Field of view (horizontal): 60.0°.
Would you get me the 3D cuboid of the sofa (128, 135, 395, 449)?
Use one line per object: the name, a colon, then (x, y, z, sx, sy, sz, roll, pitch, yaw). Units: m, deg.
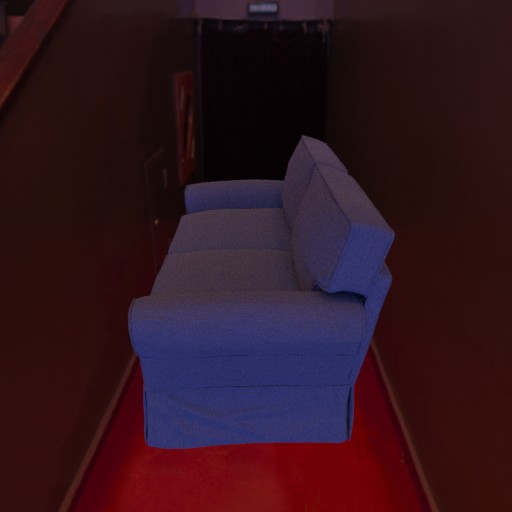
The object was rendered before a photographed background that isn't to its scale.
sofa: (0.000, 0.000, 2.432, 0.997, 1.059, 1.801, 0, 25, 0)
